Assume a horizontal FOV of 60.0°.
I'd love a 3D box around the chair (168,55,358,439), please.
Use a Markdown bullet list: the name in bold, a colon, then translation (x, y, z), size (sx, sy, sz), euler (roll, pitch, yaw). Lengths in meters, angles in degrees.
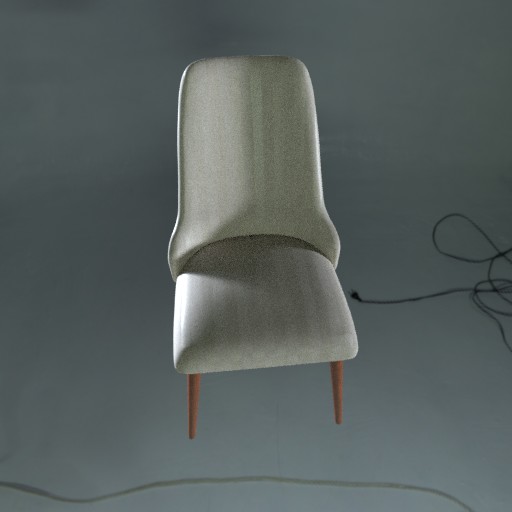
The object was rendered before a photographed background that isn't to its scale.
- **chair**: translation (0.000, 0.000, 1.326), size (0.526, 0.917, 0.684), euler (-4, 46, -4)
